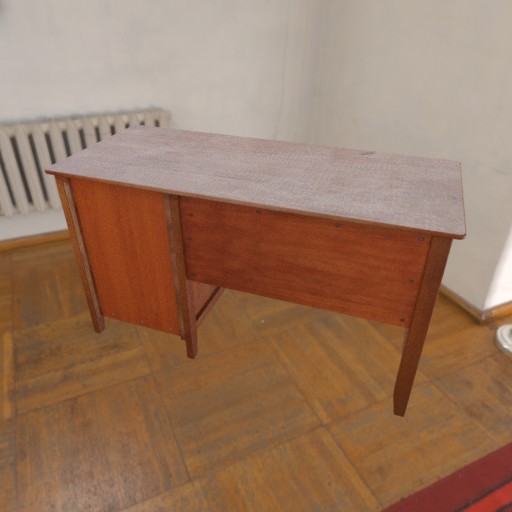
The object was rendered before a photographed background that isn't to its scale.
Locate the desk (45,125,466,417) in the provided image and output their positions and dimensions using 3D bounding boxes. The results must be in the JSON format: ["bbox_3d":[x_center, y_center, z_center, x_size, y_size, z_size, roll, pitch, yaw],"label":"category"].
[{"bbox_3d":[0.000,0.000,1.757,1.353,0.756,0.574,11,34,17],"label":"desk"}]
